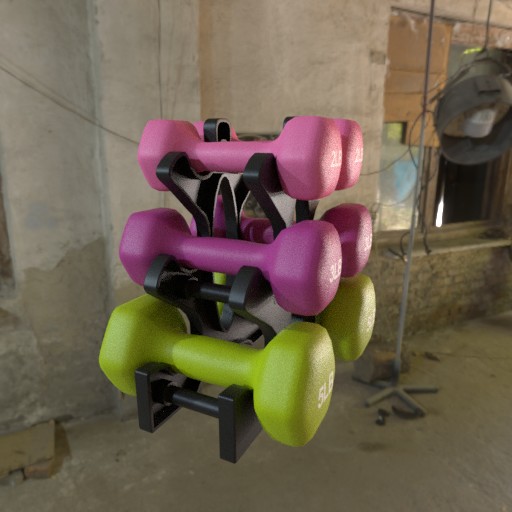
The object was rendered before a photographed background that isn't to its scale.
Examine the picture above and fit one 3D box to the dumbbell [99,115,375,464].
[{"bbox_3d":[0.000,0.000,0.437,0.203,0.261,0.257,7,17,26],"label":"dumbbell"}]
